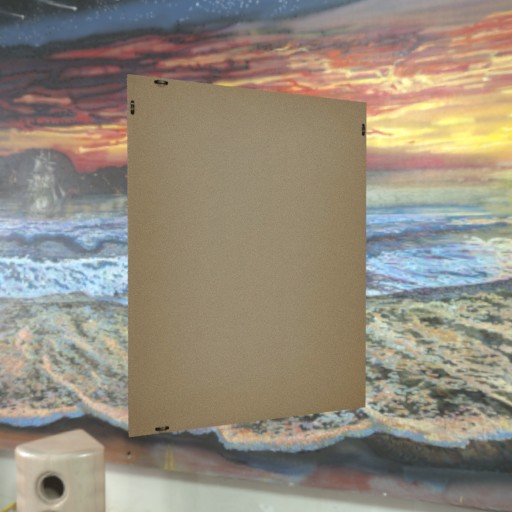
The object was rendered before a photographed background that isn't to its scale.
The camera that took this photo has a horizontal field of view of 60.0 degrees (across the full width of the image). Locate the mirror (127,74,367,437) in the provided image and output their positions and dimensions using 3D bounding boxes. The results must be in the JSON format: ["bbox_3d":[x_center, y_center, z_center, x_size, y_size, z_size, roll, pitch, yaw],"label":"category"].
[{"bbox_3d":[0.000,0.000,1.373,0.762,1.016,0.040,0,1,-18],"label":"mirror"}]
